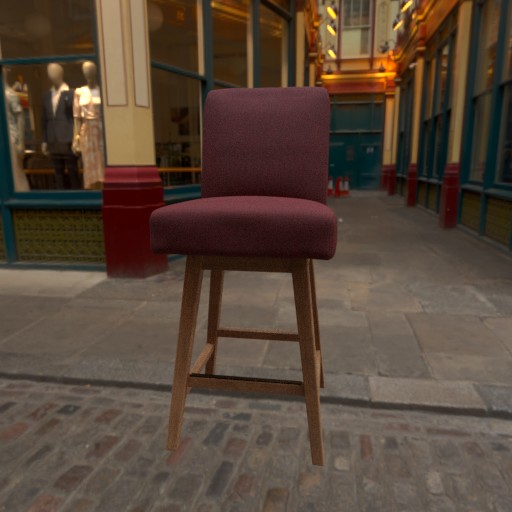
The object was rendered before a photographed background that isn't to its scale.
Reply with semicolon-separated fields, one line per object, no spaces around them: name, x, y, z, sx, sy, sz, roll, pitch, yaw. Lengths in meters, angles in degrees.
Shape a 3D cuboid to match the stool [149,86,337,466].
stool;0.000;0.000;1.344;0.468;1.038;0.562;2;13;9
